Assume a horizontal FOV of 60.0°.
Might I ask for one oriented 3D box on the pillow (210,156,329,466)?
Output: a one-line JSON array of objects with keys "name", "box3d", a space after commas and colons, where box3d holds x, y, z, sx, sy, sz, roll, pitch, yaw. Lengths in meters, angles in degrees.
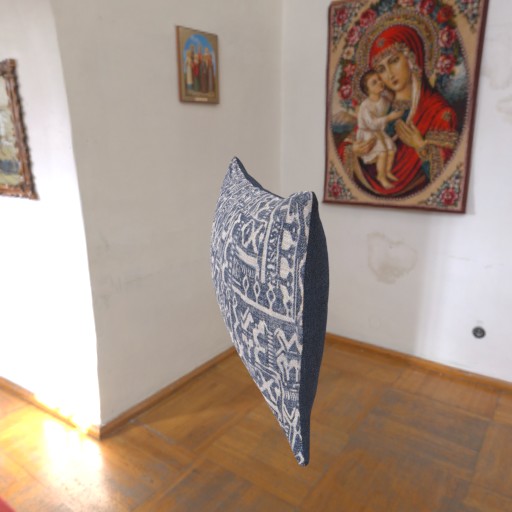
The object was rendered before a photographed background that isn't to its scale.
[{"name": "pillow", "box3d": [0.000, 0.000, 0.729, 0.148, 0.292, 0.631, -3, 16, -9]}]
